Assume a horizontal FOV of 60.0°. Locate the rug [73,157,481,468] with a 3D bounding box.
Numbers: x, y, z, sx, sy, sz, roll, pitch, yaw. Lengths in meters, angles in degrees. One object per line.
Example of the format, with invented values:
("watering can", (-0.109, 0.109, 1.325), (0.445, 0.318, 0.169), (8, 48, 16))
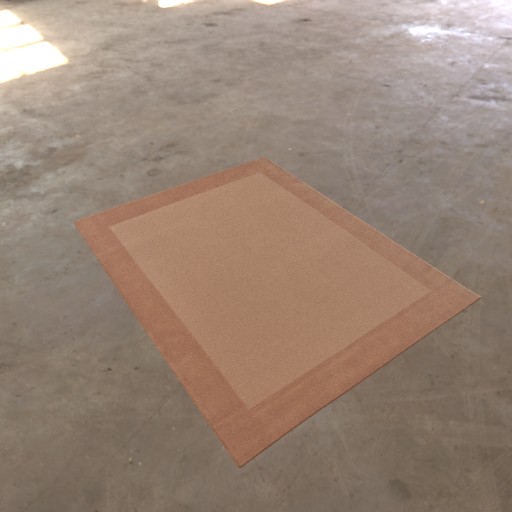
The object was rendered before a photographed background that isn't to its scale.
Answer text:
("rug", (0.000, 0.000, 4.104), (2.431, 0.021, 3.057), (-25, 46, -26))
